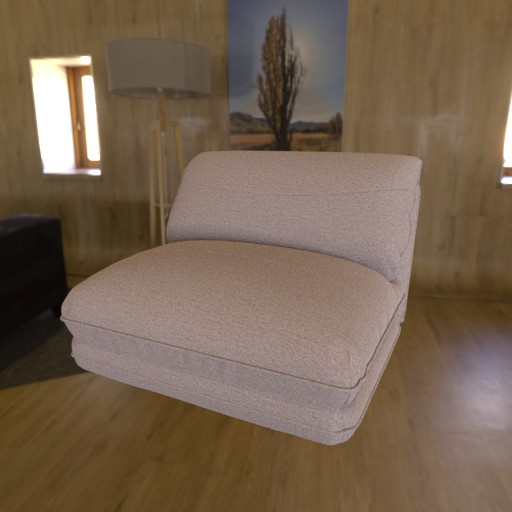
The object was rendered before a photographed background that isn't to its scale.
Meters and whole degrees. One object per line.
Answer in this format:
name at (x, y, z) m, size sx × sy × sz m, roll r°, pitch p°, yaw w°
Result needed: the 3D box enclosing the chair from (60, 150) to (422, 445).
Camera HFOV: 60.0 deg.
chair at (0.000, 0.000, 1.294) m, size 0.820 × 0.580 × 0.780 m, roll 7°, pitch 17°, yaw 26°
